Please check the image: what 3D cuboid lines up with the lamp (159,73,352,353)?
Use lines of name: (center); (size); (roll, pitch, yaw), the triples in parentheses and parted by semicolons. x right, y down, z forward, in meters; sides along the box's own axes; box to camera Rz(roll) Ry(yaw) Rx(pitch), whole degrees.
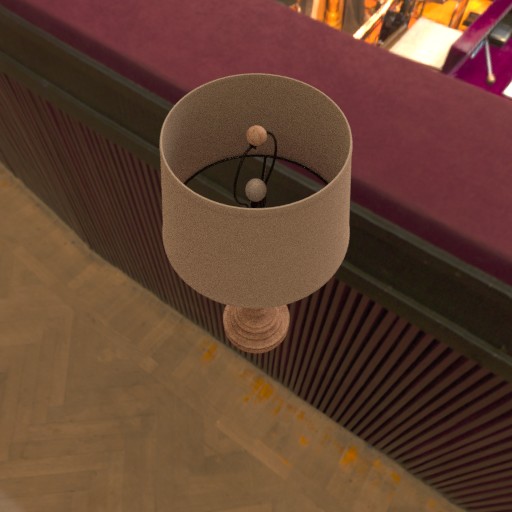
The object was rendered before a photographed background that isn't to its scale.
lamp: (0.000, 0.000, 0.906); (0.340, 0.678, 0.340); (0, 58, 0)
